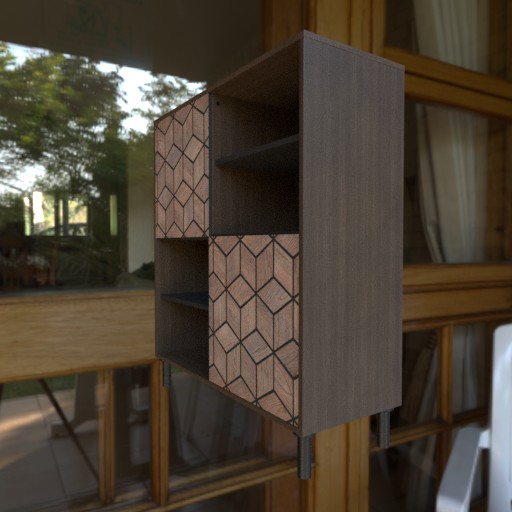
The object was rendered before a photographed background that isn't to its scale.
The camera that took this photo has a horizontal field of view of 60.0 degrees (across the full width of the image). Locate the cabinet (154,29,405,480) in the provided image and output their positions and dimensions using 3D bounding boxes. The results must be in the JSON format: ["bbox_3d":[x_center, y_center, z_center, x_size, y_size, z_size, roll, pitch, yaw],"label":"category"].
[{"bbox_3d":[0.000,0.000,1.661,0.400,1.170,1.010,-1,2,-34],"label":"cabinet"}]
